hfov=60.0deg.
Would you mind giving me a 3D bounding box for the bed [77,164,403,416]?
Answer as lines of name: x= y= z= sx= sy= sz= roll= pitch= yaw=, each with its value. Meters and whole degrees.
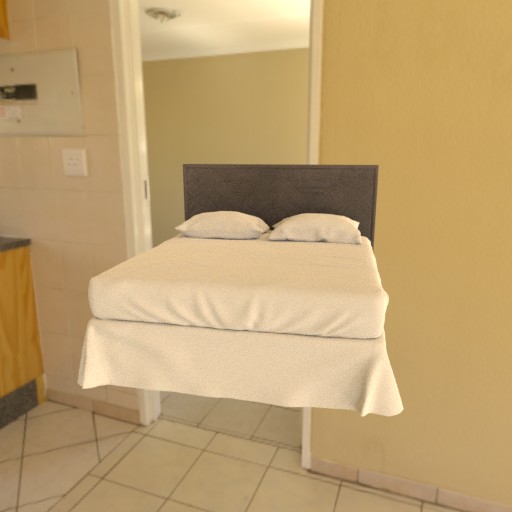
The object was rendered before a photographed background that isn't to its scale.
bed: x=0.000 y=0.000 z=2.943 sx=1.772 sy=1.142 sz=1.785 roll=3 pitch=14 yaw=11
